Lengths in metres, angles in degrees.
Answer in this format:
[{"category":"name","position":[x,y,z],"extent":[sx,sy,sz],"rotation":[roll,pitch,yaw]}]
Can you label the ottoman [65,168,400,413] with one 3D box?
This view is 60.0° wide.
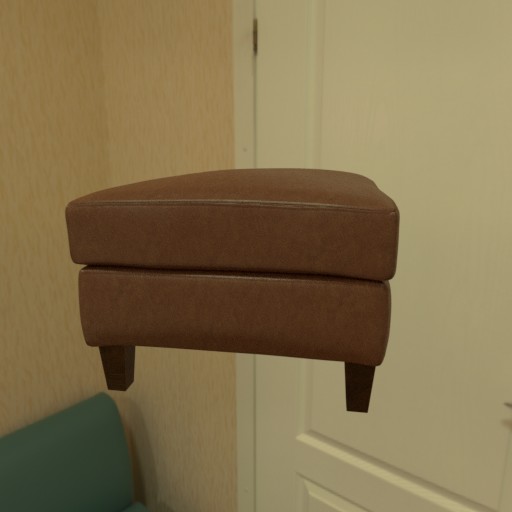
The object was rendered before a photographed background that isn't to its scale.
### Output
[{"category":"ottoman","position":[0.000,0.000,1.244],"extent":[0.650,0.485,0.851],"rotation":[2,14,9]}]
